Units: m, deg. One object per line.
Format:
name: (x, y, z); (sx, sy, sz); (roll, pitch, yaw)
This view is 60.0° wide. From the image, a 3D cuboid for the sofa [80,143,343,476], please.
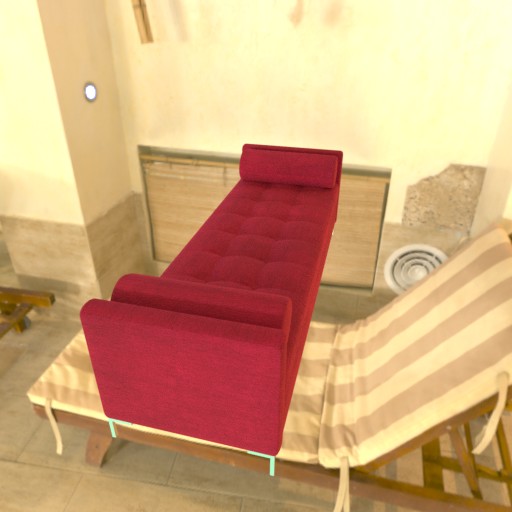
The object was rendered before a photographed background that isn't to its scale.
sofa: (0.000, 0.000, 2.337); (0.686, 0.635, 1.981); (8, 31, 13)
